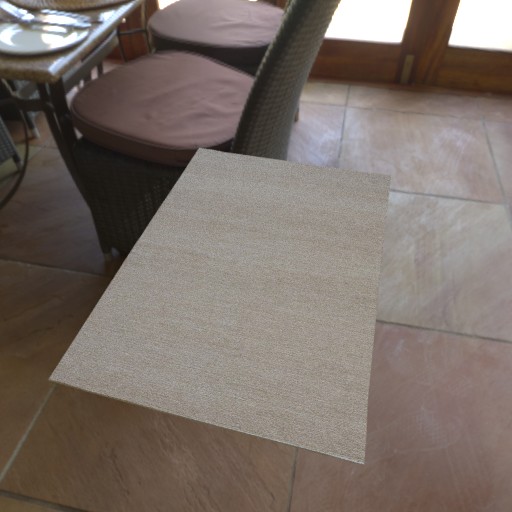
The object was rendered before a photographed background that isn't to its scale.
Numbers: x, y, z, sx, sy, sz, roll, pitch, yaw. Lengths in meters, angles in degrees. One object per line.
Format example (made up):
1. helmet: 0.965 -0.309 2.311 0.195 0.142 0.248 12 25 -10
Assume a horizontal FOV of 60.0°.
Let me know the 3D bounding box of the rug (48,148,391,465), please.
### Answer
1. rug: 0.000 0.000 3.643 2.032 0.038 2.869 11 47 10
